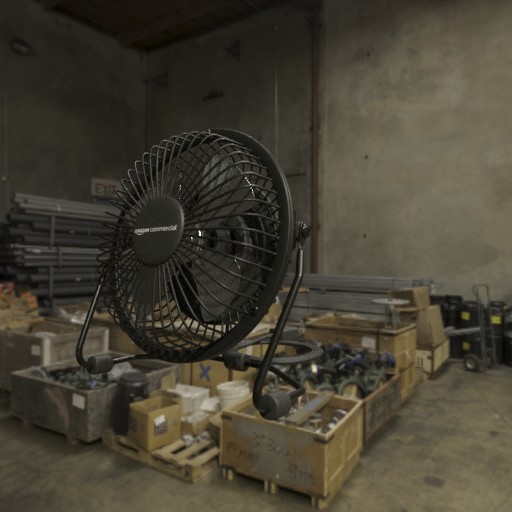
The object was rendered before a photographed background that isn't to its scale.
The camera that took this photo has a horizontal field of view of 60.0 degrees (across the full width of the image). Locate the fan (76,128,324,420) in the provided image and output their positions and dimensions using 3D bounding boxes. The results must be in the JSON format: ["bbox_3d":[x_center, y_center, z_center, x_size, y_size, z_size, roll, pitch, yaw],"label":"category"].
[{"bbox_3d":[0.000,0.000,0.312,0.153,0.152,0.202,0,0,35],"label":"fan"}]
